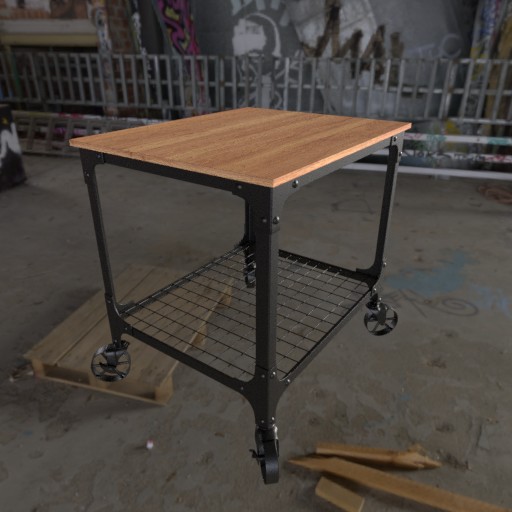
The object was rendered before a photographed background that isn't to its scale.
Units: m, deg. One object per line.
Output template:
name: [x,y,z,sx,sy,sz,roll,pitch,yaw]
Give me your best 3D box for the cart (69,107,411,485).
cart: [0.000,0.000,1.090,0.558,0.603,0.666,17,31,32]
